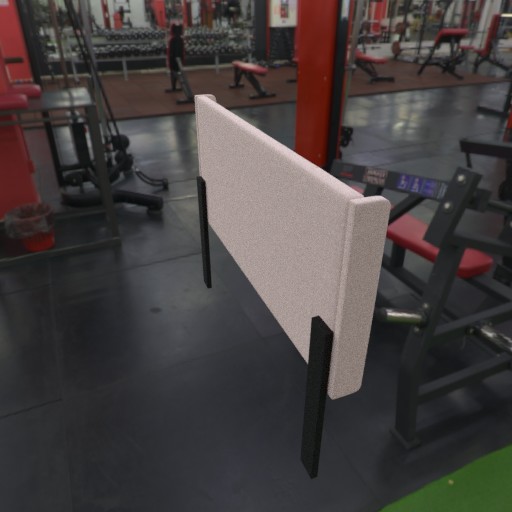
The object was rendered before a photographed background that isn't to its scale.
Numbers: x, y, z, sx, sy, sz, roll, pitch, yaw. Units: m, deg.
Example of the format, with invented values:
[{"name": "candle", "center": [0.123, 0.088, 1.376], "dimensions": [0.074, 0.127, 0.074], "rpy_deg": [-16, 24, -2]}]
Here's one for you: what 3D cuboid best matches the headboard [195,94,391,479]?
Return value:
[{"name": "headboard", "center": [0.000, 0.000, 2.682], "dimensions": [0.184, 1.524, 2.051], "rpy_deg": [-11, 32, -19]}]
